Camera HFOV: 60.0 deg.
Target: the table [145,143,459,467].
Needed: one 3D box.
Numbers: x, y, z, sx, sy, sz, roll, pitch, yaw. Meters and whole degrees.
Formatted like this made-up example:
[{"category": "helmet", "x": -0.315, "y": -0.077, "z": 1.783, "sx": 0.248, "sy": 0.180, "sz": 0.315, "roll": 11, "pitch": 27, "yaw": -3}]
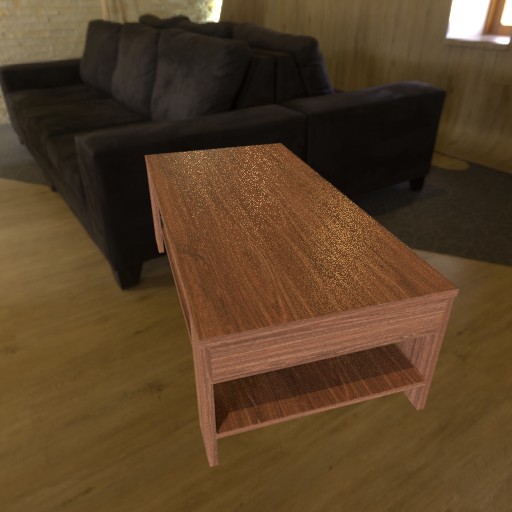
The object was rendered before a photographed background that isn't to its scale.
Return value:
[{"category": "table", "x": 0.000, "y": 0.000, "z": 1.528, "sx": 0.600, "sy": 0.400, "sz": 1.200, "roll": -9, "pitch": 32, "yaw": -15}]
